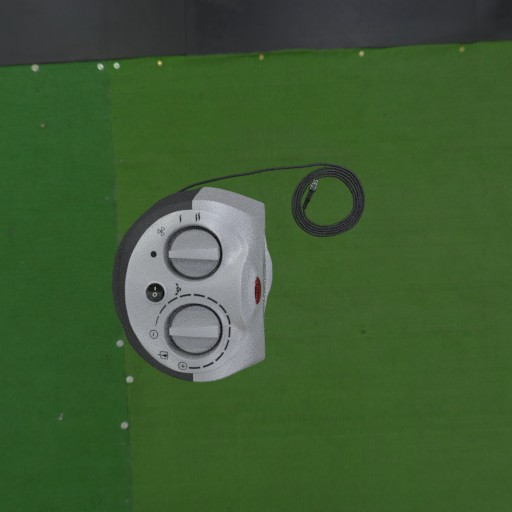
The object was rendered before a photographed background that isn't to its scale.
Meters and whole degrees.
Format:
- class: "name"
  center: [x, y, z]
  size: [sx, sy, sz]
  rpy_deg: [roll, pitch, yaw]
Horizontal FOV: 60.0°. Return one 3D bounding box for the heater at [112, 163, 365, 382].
- class: "heater"
  center: [0.000, 0.000, 0.473]
  size: [0.291, 0.255, 0.239]
  rpy_deg: [0, 92, 0]
